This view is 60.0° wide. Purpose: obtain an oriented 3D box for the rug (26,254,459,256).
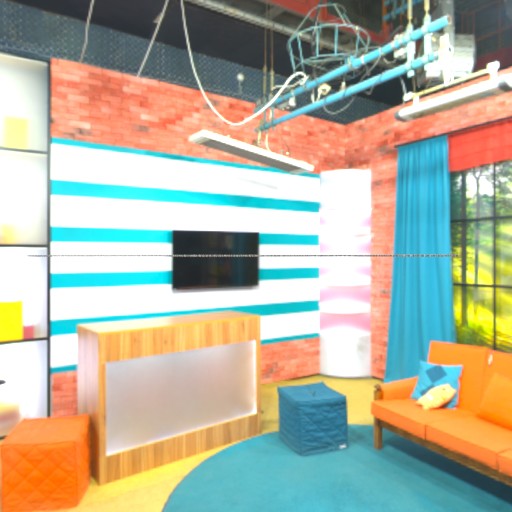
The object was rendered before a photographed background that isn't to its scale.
[{"bbox_3d":[0.000,0.000,2.334,1.815,0.007,1.226,0,0,17],"label":"rug"}]
